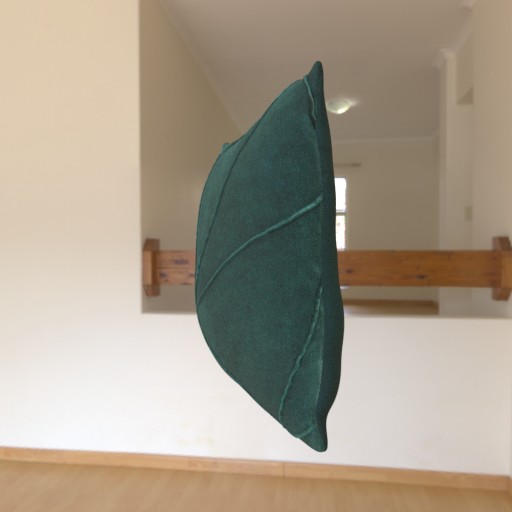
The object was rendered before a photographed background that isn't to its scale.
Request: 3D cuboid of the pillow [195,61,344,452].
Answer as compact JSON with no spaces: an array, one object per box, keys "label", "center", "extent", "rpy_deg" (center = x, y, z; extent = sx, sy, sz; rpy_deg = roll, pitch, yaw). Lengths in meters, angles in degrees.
[{"label":"pillow","center":[0.000,0.000,0.684],"extent":[0.184,0.440,0.439],"rpy_deg":[0,1,-17]}]
